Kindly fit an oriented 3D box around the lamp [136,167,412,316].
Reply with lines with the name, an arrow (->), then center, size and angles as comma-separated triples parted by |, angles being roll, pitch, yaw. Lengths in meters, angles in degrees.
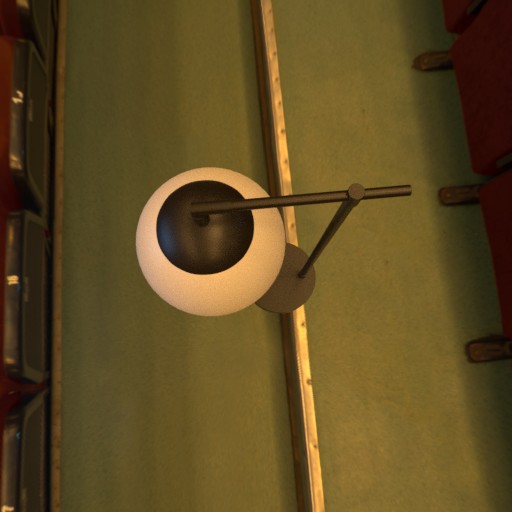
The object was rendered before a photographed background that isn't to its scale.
lamp -> 0.000, 0.000, 0.713 | 0.316, 0.559, 0.197 | -5, 79, -1
